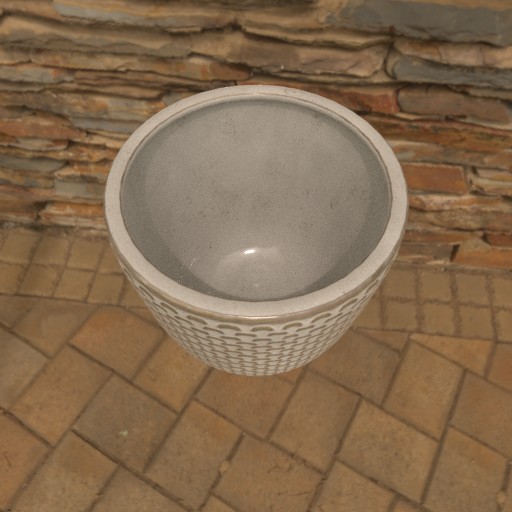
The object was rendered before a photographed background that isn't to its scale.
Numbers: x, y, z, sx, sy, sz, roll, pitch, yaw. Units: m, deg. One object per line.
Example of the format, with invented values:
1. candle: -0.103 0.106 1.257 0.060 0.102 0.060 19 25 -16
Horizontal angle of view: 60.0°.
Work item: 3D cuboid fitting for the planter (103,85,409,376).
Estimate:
1. planter: 0.000 0.000 0.316 0.173 0.160 0.173 0 58 0
